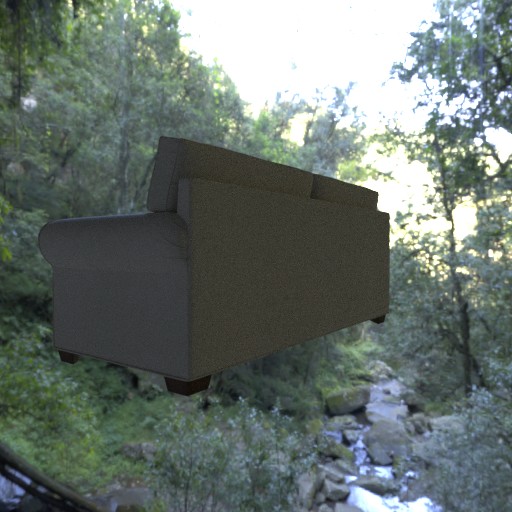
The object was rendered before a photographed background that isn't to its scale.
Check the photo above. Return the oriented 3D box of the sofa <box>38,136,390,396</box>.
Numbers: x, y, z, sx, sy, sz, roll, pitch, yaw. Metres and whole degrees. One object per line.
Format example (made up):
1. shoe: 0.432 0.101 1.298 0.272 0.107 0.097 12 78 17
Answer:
1. sofa: 0.000 0.000 2.599 0.901 0.962 2.146 1 1 36
